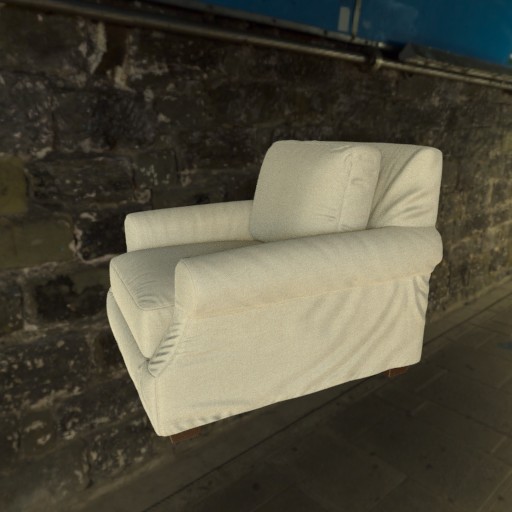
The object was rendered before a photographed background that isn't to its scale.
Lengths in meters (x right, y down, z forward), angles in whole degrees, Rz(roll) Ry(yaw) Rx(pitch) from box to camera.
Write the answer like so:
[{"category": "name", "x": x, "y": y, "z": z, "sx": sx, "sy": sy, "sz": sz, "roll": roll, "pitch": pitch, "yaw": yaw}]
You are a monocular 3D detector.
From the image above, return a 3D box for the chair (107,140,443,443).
[{"category": "chair", "x": 0.000, "y": 0.000, "z": 1.724, "sx": 1.066, "sy": 0.866, "sz": 0.940, "roll": -8, "pitch": 17, "yaw": -25}]
